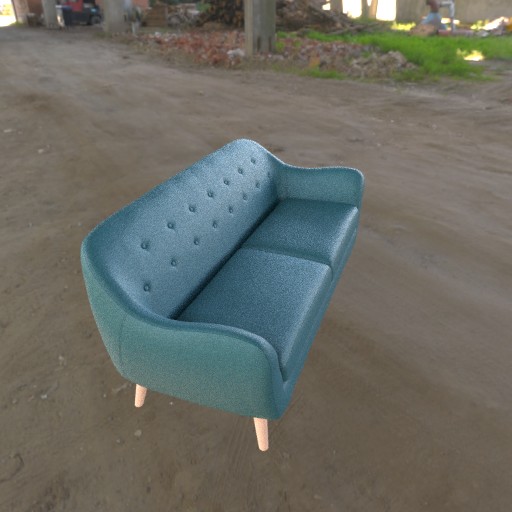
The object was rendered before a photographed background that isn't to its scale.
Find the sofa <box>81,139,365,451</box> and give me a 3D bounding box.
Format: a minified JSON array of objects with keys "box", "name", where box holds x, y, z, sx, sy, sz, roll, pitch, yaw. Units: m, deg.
[{"box":[0.000,0.000,2.297,0.820,0.836,1.840,11,31,18],"name":"sofa"}]
